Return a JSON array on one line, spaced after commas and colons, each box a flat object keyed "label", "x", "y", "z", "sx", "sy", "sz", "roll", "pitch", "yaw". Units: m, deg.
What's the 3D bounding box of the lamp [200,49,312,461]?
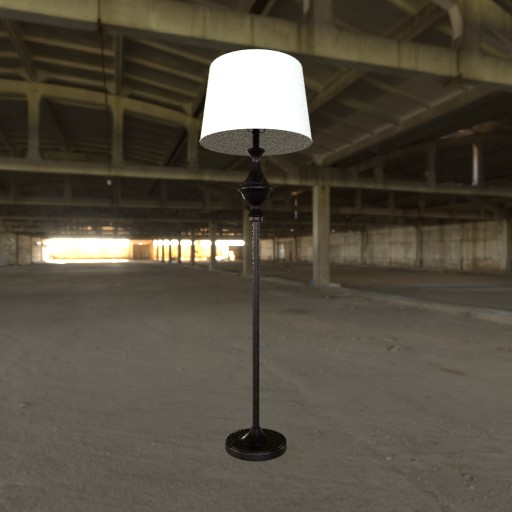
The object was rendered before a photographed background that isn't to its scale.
[{"label": "lamp", "x": 0.000, "y": 0.000, "z": 1.714, "sx": 0.431, "sy": 1.484, "sz": 0.431, "roll": 0, "pitch": 1, "yaw": 0}]
